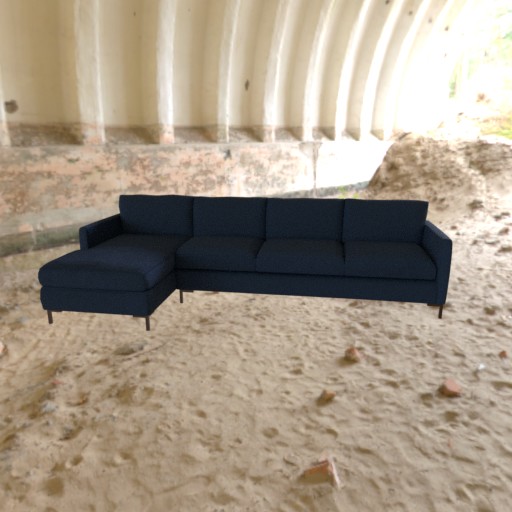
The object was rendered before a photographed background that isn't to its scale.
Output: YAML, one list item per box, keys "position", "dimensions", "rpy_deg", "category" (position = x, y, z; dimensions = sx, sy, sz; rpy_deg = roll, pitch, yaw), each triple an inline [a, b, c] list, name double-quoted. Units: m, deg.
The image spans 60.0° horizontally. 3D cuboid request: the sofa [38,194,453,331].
- position: [0.000, 0.000, 2.937]
  dimensions: [2.450, 0.679, 1.128]
  rpy_deg: [2, 15, 9]
  category: "sofa"
